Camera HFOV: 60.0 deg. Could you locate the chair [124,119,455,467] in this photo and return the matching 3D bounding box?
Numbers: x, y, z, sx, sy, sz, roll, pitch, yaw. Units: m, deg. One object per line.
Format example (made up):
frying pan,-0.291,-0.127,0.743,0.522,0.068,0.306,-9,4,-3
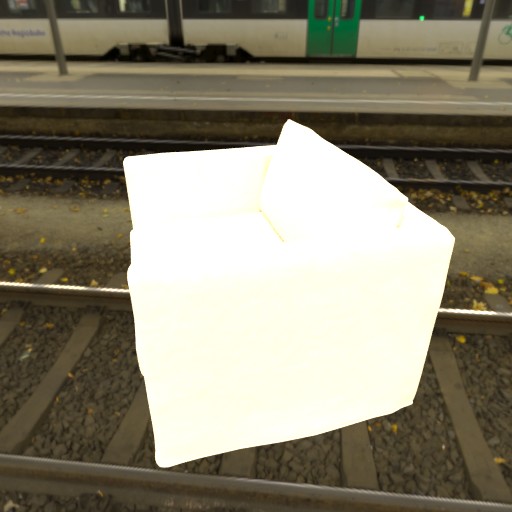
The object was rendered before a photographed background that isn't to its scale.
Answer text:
chair,0.000,0.000,1.727,0.947,0.851,1.057,-8,31,-13
